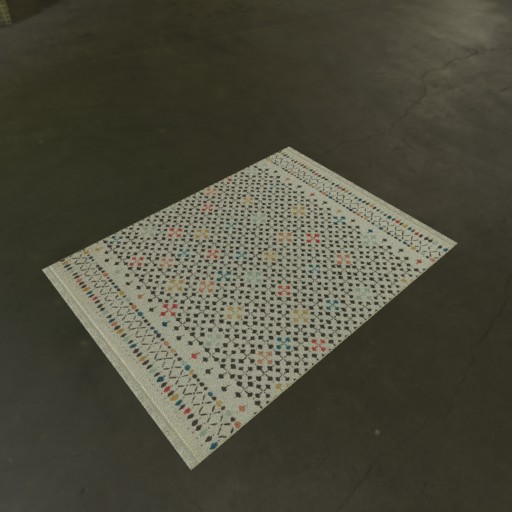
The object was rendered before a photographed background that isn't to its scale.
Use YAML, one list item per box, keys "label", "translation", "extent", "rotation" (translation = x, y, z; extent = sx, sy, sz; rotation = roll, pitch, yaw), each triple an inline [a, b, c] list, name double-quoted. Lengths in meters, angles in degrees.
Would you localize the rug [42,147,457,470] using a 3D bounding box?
- label: "rug"
  translation: [0.000, 0.000, 4.221]
  extent: [3.196, 0.007, 2.354]
  rotation: [-32, 53, -28]
